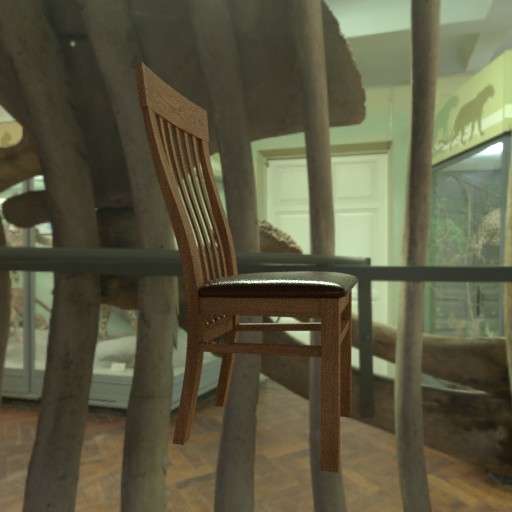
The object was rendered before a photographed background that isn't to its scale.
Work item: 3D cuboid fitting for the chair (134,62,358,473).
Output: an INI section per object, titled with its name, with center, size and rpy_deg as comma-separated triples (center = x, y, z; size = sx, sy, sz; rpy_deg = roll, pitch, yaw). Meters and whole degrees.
[chair]
center = 0.000, 0.000, 1.346
size = 0.580, 1.050, 0.450
rpy_deg = 0, 1, 16
